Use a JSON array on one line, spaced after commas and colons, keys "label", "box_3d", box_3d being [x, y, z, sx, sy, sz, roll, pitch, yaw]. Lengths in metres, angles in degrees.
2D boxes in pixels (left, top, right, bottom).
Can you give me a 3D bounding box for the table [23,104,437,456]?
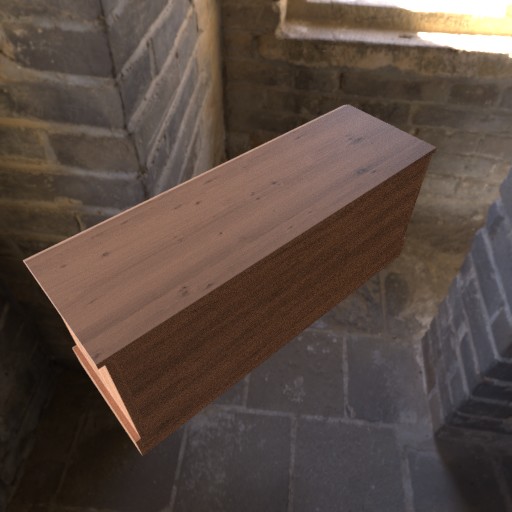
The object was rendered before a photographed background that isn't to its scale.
[{"label": "table", "box_3d": [0.000, 0.000, 1.452, 1.200, 0.510, 0.400, -32, 54, -27]}]
